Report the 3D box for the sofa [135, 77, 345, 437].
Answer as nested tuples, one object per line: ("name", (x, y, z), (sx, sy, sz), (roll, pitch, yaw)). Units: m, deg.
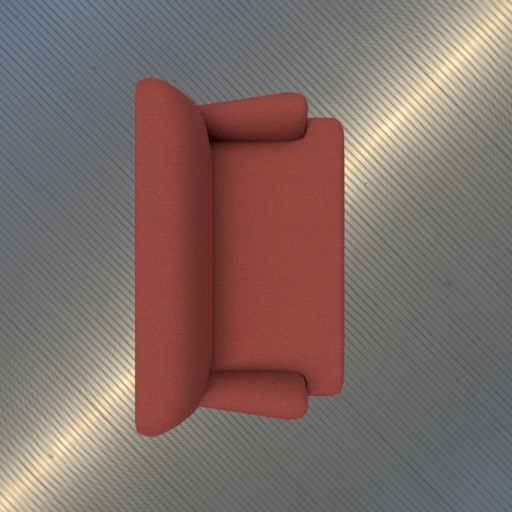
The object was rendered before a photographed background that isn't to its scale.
("sofa", (0.000, 0.000, 1.858), (0.779, 0.889, 1.297), (0, 90, 1))
